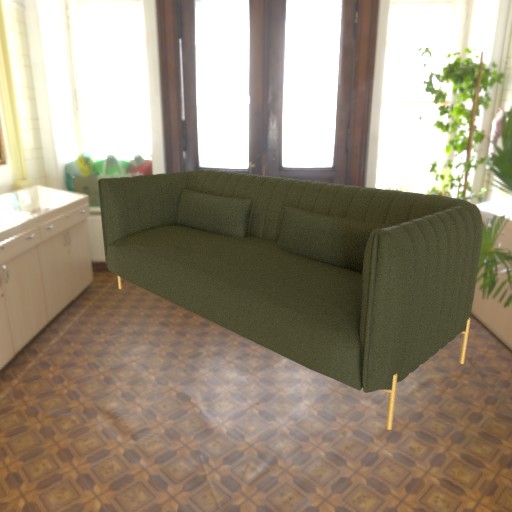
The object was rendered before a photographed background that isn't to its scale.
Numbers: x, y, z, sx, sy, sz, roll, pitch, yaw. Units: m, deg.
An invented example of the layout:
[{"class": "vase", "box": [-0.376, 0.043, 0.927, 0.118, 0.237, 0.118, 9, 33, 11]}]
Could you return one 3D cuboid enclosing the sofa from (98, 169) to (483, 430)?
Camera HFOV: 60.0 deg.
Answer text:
[{"class": "sofa", "box": [0.000, 0.000, 2.506, 0.896, 0.793, 2.137, -16, 23, -42]}]
